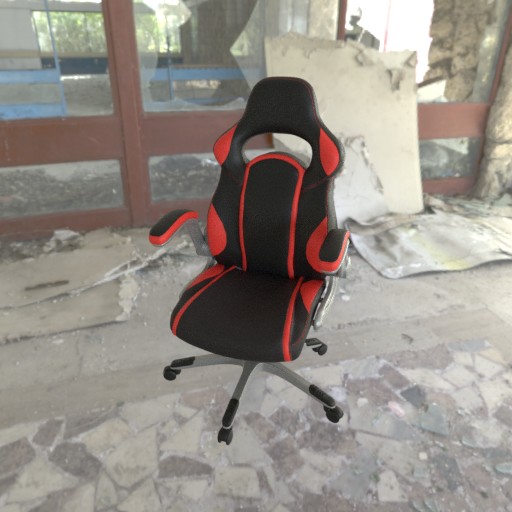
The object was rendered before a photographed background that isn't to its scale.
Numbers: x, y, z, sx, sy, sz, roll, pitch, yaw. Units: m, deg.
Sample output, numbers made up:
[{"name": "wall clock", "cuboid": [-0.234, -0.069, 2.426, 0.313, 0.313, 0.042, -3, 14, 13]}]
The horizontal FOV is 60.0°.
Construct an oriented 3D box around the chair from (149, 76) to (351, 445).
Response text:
[{"name": "chair", "cuboid": [0.000, 0.000, 1.600, 0.758, 1.165, 0.712, 9, 27, 17]}]
